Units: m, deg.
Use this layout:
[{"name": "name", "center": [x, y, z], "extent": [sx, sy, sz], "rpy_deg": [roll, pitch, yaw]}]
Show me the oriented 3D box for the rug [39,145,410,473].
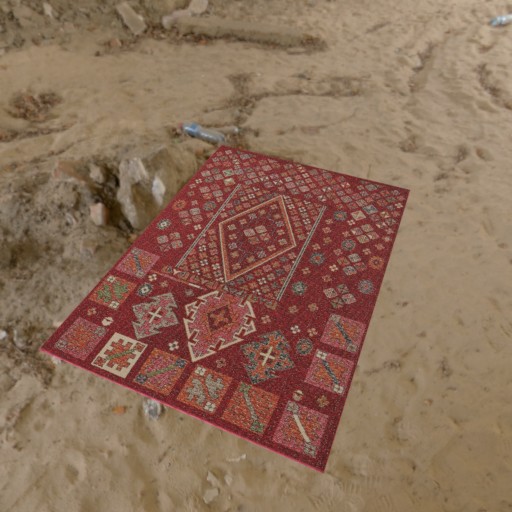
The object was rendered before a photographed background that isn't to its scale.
[{"name": "rug", "center": [0.000, 0.000, 4.292], "extent": [2.389, 0.011, 3.306], "rpy_deg": [17, 48, 16]}]
